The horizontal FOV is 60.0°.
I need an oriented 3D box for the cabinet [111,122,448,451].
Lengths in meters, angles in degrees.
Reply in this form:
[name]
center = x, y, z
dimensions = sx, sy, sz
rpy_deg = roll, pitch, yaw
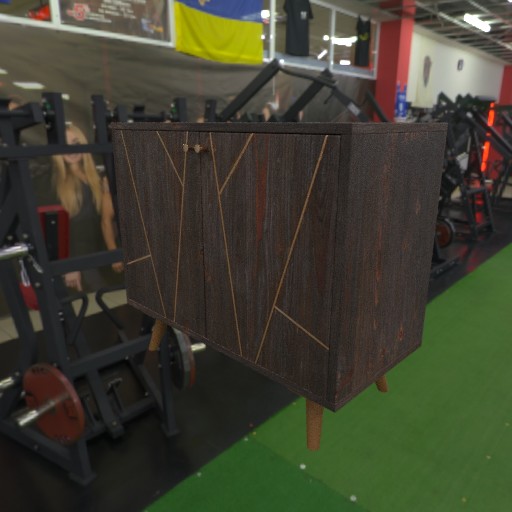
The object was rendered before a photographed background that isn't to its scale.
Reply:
[cabinet]
center = 0.000, 0.000, 1.558
dimensions = 1.023, 0.897, 0.529
rpy_deg = 16, 23, 42
